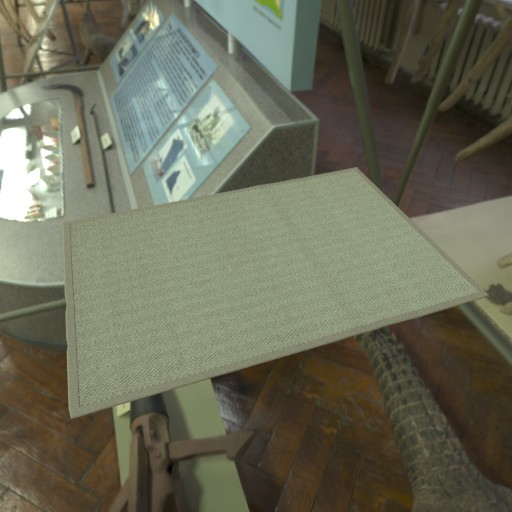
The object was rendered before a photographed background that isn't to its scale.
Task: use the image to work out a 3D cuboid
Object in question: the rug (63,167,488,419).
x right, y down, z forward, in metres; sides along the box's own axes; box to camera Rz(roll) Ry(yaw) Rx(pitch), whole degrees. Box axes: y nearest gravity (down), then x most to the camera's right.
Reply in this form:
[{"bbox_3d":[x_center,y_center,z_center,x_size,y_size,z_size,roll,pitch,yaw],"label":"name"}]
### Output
[{"bbox_3d":[0.000,0.000,2.795,2.290,0.021,1.540,-13,43,-14],"label":"rug"}]
